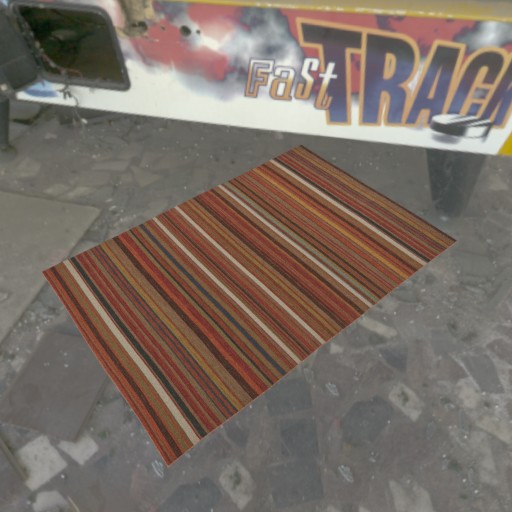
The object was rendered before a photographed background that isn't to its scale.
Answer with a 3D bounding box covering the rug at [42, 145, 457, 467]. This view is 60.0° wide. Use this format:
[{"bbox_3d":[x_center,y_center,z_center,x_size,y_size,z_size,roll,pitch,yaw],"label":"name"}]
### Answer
[{"bbox_3d":[0.000,0.000,2.326,1.828,0.007,1.217,-31,54,-26],"label":"rug"}]
